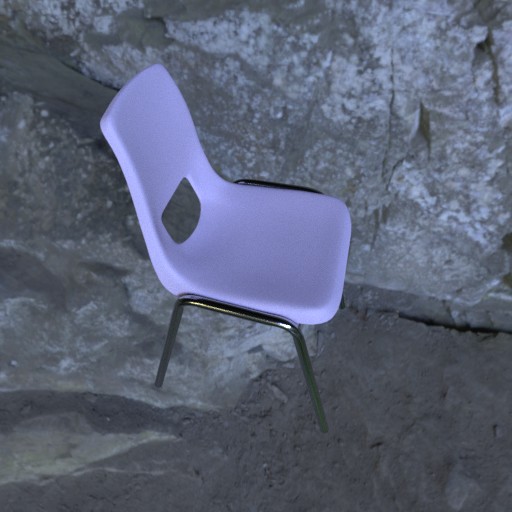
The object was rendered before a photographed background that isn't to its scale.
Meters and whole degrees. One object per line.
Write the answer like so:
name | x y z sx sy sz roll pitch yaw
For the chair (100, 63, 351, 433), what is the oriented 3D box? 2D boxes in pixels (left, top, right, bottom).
chair | 0.000 0.000 0.927 0.436 0.704 0.381 10 48 9
